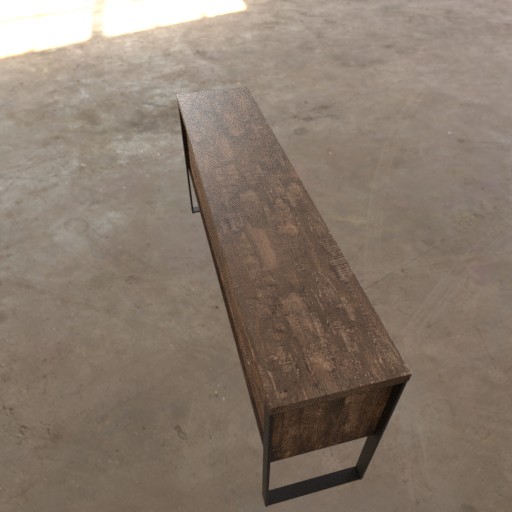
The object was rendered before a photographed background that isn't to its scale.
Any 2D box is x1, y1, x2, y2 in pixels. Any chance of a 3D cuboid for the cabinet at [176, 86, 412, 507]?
[{"bbox_3d":[0.000,0.000,2.003,0.395,0.762,1.800,-10,45,-10],"label":"cabinet"}]
